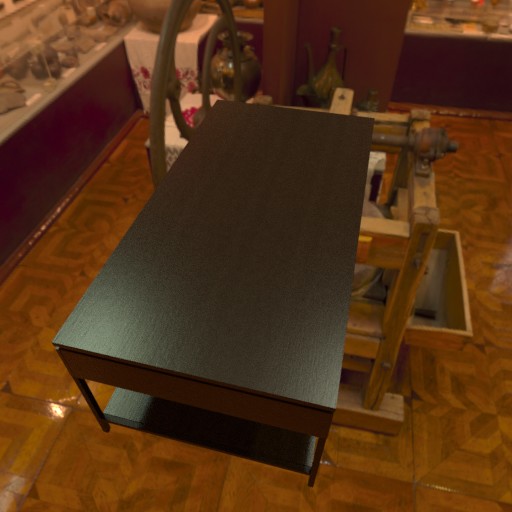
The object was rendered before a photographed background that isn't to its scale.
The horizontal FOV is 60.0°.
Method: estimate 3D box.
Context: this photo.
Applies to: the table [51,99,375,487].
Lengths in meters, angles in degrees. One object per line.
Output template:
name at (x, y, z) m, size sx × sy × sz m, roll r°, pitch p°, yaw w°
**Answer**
table at (0.000, 0.000, 1.371) m, size 0.574 × 0.435 × 1.095 m, roll 10°, pitch 46°, yaw 10°
